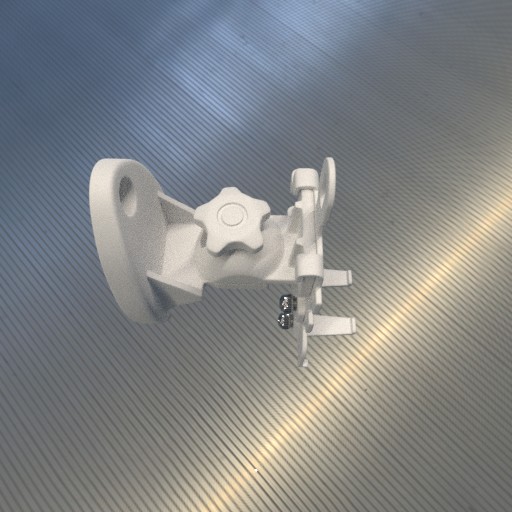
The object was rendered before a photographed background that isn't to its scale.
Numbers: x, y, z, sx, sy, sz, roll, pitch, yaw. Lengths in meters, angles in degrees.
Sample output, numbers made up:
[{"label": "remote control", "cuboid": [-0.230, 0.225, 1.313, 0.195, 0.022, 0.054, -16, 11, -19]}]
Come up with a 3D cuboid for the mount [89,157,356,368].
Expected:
[{"label": "mount", "cuboid": [0.000, 0.000, 0.182, 0.100, 0.118, 0.066, 1, 64, 0]}]
